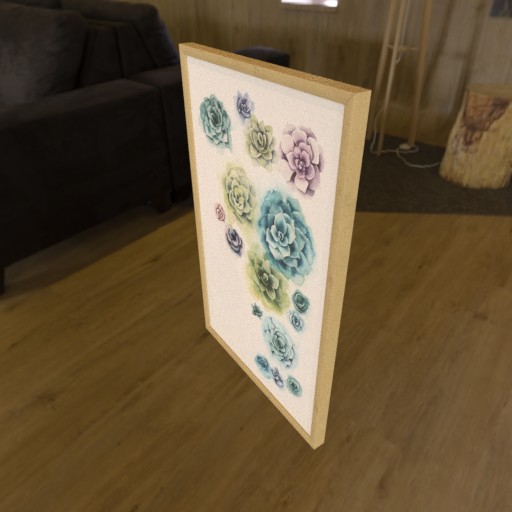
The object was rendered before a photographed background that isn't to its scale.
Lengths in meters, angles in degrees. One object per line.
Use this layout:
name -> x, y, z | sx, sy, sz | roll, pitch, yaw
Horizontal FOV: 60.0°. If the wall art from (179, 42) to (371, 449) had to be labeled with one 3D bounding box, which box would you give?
wall art -> 0.000, 0.000, 0.993 | 0.039, 0.810, 0.510 | -21, 39, -29
